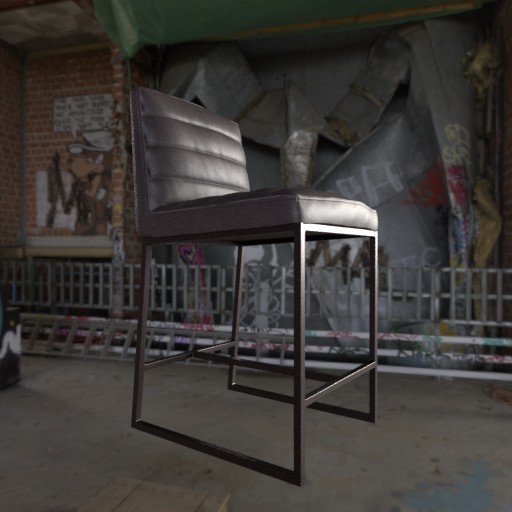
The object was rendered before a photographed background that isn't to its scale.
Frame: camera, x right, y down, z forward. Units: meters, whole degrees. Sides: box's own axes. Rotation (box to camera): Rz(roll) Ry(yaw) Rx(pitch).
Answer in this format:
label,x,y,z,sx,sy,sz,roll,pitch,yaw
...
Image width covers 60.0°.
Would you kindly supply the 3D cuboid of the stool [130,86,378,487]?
label,x,y,z,sx,sy,sz,roll,pitch,yaw
stool,0.000,0.000,1.241,0.562,0.946,0.463,0,0,36
